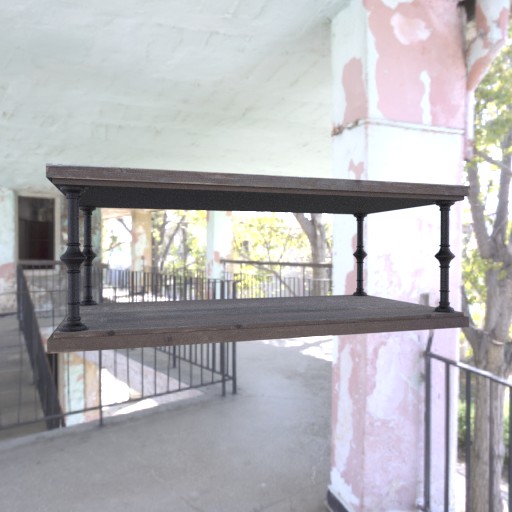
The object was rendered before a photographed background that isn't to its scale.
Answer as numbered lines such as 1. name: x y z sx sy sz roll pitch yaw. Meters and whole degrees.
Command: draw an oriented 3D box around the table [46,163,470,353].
1. table: 0.000 0.000 1.353 1.088 0.399 0.554 0 1 -17
